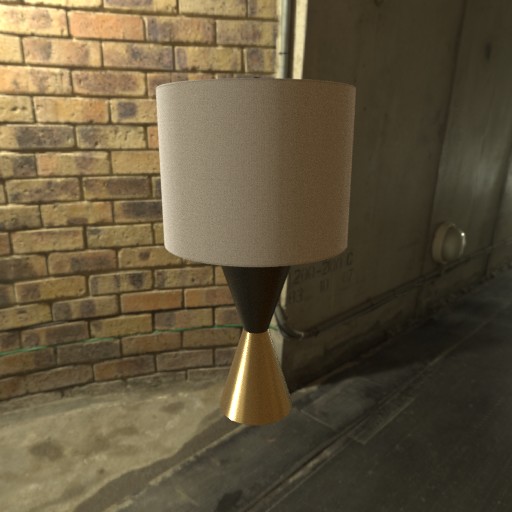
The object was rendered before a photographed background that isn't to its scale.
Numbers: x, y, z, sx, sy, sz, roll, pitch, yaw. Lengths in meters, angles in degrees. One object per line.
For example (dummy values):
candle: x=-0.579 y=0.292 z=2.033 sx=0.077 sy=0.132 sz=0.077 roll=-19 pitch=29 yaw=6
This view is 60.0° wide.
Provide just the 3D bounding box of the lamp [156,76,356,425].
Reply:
lamp: x=0.000 y=0.000 z=0.759 sx=0.304 sy=0.573 sz=0.304 roll=2 pitch=15 yaw=7
